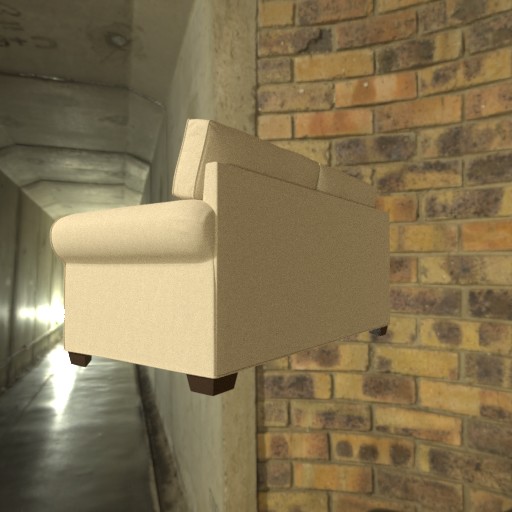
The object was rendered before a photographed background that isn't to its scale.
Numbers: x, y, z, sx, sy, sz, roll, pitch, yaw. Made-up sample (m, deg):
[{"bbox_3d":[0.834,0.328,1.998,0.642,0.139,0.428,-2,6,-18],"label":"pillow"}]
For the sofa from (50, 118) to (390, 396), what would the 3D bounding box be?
[{"bbox_3d":[0.000,0.000,2.294,0.861,0.933,1.774,-1,-2,36],"label":"sofa"}]
